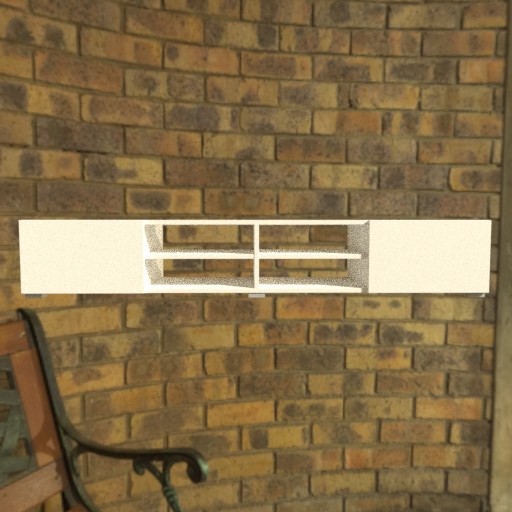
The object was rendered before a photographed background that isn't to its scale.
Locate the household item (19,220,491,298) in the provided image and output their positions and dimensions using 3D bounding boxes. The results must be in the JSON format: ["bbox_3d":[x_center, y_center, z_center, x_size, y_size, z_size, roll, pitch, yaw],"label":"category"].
[{"bbox_3d":[0.000,0.000,1.951,1.850,0.310,0.420,0,4,-1],"label":"household item"}]
